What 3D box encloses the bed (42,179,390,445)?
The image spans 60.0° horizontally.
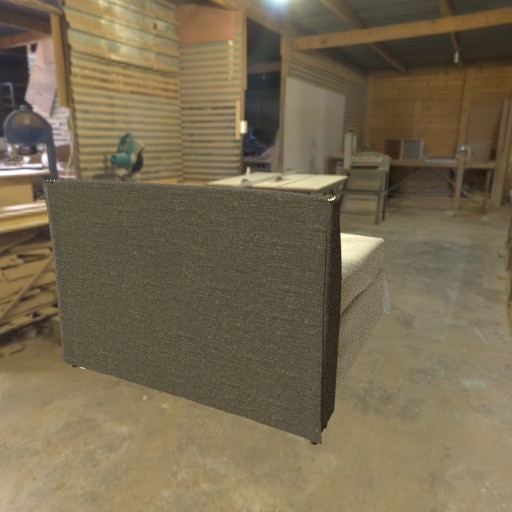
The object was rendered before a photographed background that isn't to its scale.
[{"bbox_3d":[0.000,0.000,3.515,1.925,1.332,2.276,8,17,26],"label":"bed"}]
